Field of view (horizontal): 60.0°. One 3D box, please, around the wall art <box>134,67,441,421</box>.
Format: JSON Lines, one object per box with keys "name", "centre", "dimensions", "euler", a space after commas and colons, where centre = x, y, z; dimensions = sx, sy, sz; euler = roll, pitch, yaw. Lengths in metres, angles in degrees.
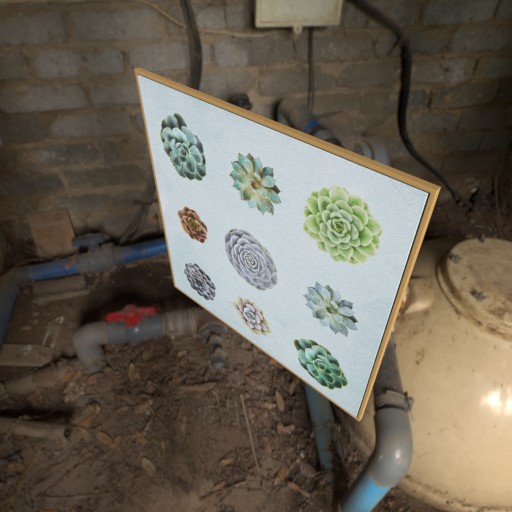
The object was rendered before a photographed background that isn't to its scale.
{"name": "wall art", "centre": [0.000, 0.000, 0.981], "dimensions": [0.657, 0.655, 0.014], "euler": [31, 51, 29]}
